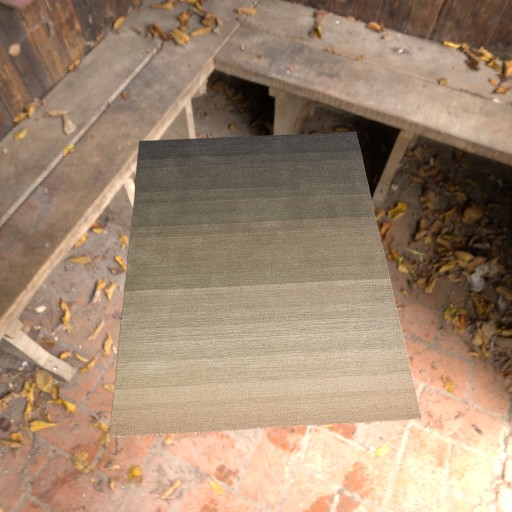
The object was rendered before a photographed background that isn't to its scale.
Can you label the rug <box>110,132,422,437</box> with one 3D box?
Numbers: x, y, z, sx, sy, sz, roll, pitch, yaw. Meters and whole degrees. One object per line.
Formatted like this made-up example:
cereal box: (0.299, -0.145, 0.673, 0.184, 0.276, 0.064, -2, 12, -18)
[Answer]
rug: (0.000, 0.000, 3.991, 2.315, 0.015, 2.932, -3, 60, -2)
